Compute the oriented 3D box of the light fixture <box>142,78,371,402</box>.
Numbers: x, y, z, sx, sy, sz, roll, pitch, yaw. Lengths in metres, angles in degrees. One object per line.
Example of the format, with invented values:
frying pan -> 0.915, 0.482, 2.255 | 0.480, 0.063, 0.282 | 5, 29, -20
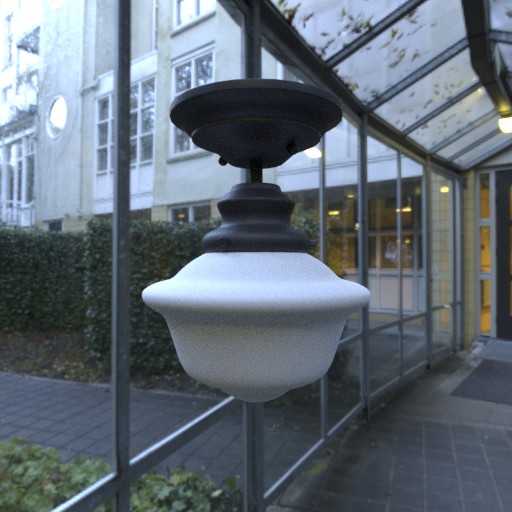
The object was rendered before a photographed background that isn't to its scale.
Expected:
light fixture -> 0.000, 0.000, 0.393 | 0.197, 0.254, 0.197 | 0, -1, 0
